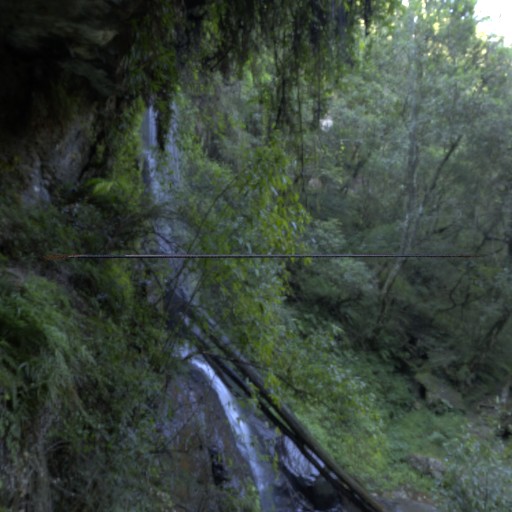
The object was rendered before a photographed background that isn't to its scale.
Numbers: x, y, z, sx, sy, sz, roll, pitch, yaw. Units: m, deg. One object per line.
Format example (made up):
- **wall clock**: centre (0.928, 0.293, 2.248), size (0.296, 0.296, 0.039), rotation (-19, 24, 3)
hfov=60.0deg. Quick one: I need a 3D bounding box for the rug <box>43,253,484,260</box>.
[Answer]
- **rug**: centre (0.000, 0.000, 2.477), size (2.021, 0.027, 1.224), rotation (0, 0, -18)
